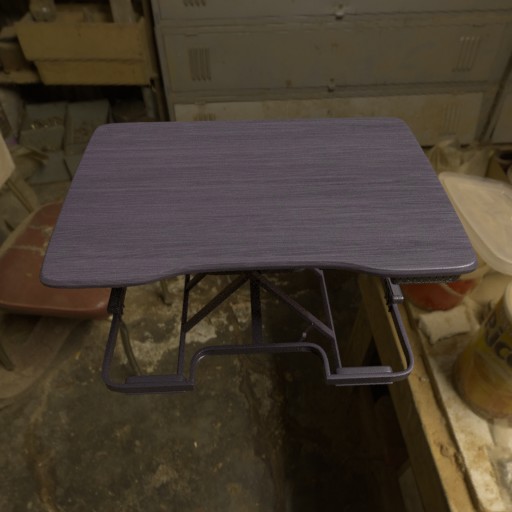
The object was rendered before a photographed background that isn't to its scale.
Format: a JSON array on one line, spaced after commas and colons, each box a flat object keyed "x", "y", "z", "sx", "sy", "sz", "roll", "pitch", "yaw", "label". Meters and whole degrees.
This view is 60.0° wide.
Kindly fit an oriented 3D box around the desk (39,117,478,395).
[{"x": 0.000, "y": 0.000, "z": 1.142, "sx": 0.820, "sy": 0.470, "sz": 0.546, "roll": -2, "pitch": 47, "yaw": -2, "label": "desk"}]
